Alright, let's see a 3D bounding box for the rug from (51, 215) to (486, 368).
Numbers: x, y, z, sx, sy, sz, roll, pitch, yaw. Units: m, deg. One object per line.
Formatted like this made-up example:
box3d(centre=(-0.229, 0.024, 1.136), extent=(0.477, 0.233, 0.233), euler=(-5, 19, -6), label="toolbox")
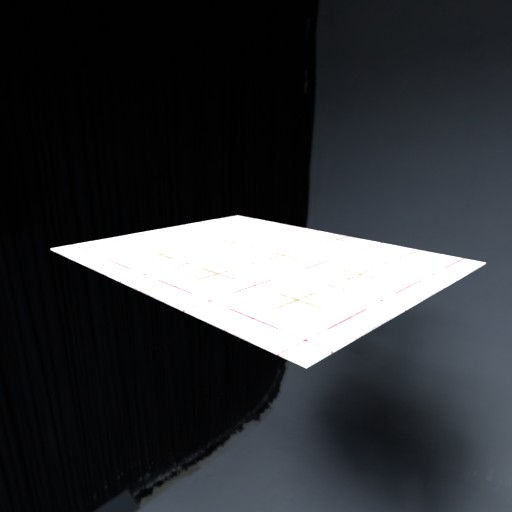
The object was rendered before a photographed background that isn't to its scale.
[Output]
box3d(centre=(0.000, 0.000, 3.812), extent=(2.959, 0.016, 2.317), euler=(15, 22, 43), label="rug")
